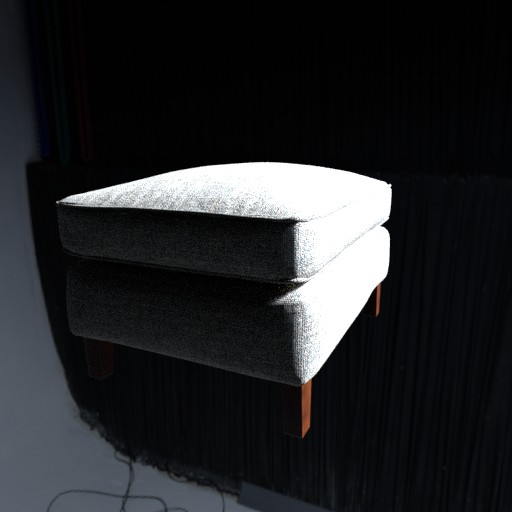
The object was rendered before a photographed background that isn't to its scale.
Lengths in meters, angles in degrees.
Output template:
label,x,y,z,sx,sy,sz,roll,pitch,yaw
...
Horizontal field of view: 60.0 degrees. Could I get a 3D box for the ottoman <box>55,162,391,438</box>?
label,x,y,z,sx,sy,sz,roll,pitch,yaw
ottoman,0.000,0.000,0.992,0.508,0.406,0.686,7,15,25
